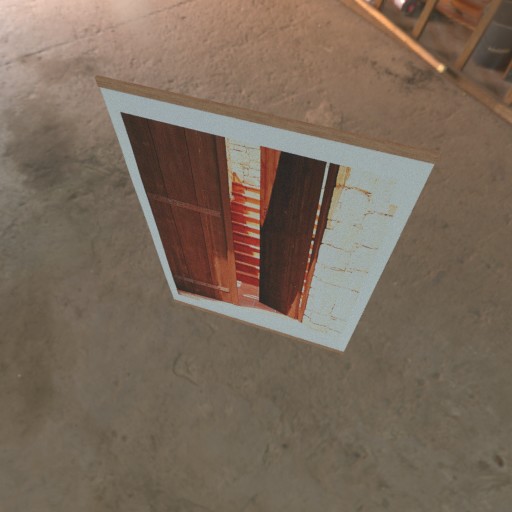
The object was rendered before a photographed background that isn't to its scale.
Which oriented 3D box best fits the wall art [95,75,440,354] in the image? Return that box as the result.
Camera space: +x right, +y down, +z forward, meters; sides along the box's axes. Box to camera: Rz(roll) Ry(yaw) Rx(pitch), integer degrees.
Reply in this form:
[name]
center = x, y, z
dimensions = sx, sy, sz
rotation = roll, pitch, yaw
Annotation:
[wall art]
center = 0.000, 0.000, 1.893
dimensions = 1.019, 1.527, 0.019
rotation = 16, 59, 10
